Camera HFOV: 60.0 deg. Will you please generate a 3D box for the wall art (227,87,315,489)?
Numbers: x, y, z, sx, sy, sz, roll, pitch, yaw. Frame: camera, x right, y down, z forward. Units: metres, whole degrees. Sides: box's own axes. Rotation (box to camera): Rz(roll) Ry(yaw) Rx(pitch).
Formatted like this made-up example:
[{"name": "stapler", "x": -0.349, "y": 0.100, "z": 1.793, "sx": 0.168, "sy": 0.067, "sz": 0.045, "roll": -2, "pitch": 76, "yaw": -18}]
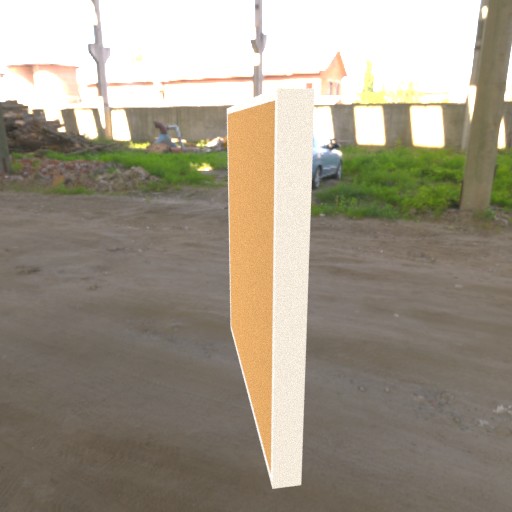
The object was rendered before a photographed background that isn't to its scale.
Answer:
[{"name": "wall art", "x": 0.000, "y": 0.000, "z": 0.462, "sx": 0.024, "sy": 0.304, "sz": 0.304, "roll": -3, "pitch": 16, "yaw": -9}]
